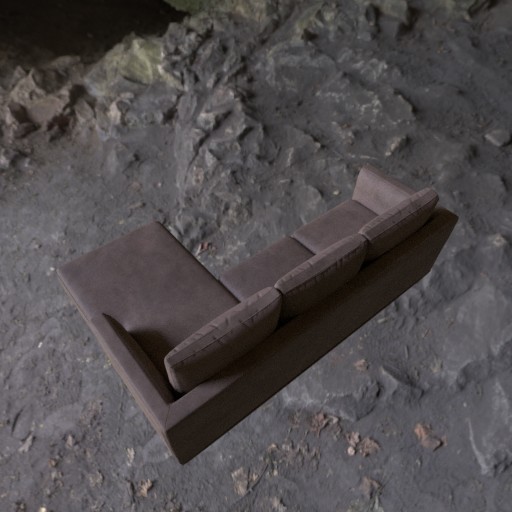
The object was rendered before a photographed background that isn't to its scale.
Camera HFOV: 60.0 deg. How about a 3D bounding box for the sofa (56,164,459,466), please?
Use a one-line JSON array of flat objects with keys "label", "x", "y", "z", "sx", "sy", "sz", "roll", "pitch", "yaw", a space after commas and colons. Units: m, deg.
[{"label": "sofa", "x": 0.000, "y": 0.000, "z": 3.237, "sx": 2.438, "sy": 0.987, "sz": 1.622, "roll": -31, "pitch": 54, "yaw": -26}]
